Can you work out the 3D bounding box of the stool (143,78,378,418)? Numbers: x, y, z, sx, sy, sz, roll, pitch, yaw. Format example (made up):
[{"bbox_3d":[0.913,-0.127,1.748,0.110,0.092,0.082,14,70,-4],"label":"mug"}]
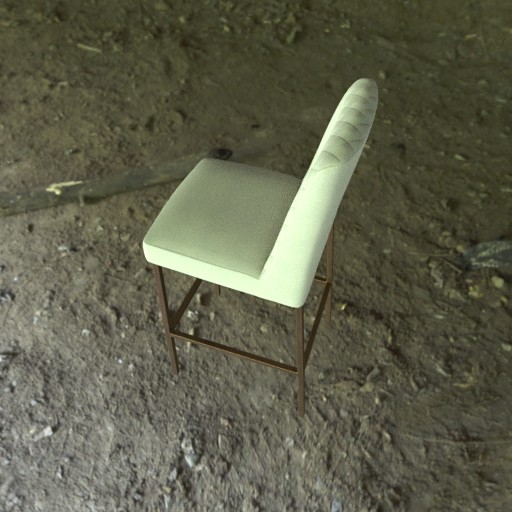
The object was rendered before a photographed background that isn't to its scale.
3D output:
[{"bbox_3d":[0.000,0.000,1.420,0.546,1.084,0.462,14,48,13],"label":"stool"}]
